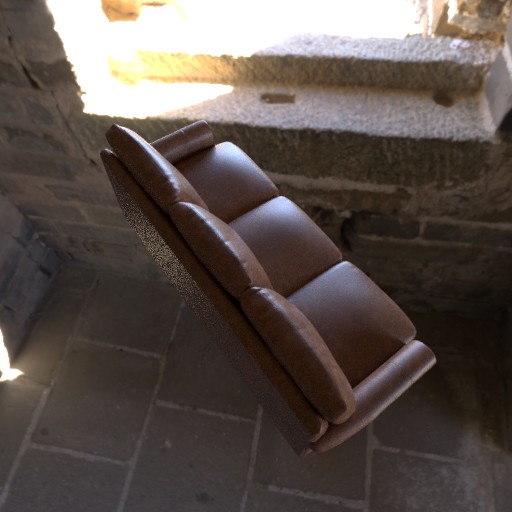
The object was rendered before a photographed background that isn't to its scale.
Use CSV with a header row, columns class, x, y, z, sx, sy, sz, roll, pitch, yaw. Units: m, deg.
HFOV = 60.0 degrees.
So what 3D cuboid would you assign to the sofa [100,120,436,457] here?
class,x,y,z,sx,sy,sz,roll,pitch,yaw
sofa,0.000,0.000,2.841,0.973,0.977,2.351,-32,63,-18
